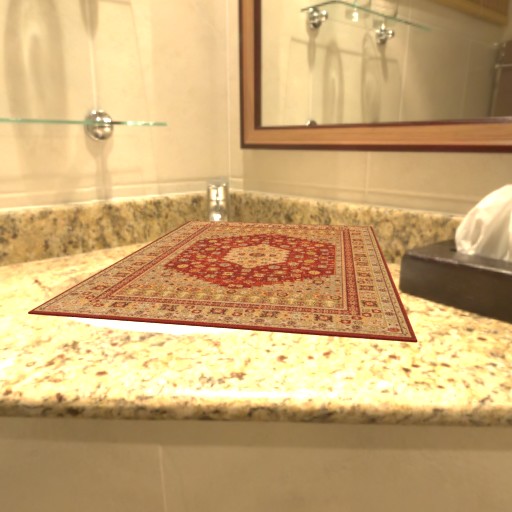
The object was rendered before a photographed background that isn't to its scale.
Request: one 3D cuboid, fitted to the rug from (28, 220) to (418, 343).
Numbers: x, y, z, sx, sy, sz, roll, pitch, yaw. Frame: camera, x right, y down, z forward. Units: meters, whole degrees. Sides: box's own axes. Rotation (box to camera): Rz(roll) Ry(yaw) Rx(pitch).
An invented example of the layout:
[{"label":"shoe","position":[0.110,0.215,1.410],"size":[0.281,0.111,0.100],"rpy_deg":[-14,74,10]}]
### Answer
[{"label":"rug","position":[0.000,0.000,2.811],"size":[1.593,0.013,2.211],"rpy_deg":[3,15,10]}]
